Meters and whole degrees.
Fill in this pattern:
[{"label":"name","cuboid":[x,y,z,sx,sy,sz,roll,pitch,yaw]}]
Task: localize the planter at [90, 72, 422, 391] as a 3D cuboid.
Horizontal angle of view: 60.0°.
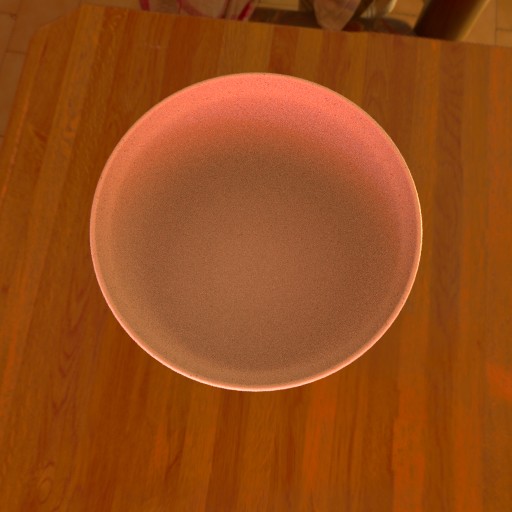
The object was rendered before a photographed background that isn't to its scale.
[{"label":"planter","cuboid":[0.000,0.000,0.485,0.268,0.270,0.268,0,77,0]}]
